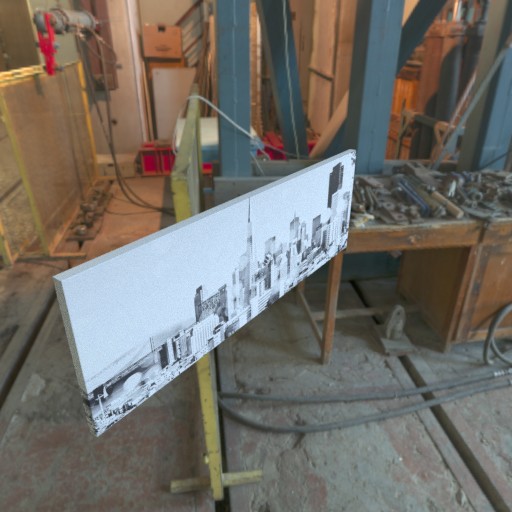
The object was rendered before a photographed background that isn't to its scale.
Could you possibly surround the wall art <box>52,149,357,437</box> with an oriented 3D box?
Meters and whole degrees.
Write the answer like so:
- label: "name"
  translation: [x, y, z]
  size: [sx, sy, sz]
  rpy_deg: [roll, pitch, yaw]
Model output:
- label: "wall art"
  translation: [0.000, 0.000, 1.674]
  size: [0.039, 0.507, 1.520]
  rpy_deg: [19, 33, 33]
